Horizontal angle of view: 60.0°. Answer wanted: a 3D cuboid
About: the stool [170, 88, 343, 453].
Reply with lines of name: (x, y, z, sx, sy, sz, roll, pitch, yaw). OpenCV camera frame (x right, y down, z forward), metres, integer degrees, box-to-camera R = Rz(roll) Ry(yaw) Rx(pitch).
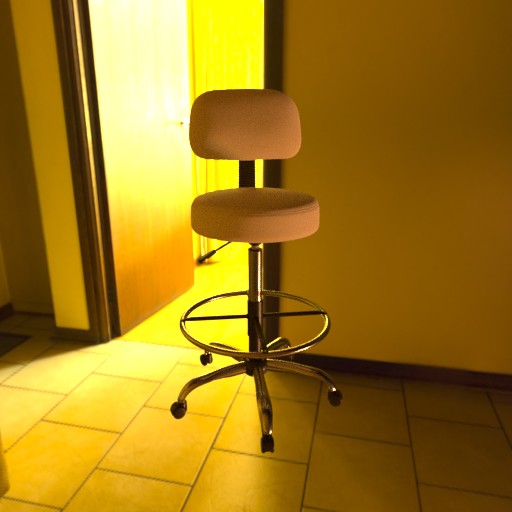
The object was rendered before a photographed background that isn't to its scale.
stool: (0.000, 0.000, 1.470, 0.609, 1.080, 0.616, -2, 17, -7)
